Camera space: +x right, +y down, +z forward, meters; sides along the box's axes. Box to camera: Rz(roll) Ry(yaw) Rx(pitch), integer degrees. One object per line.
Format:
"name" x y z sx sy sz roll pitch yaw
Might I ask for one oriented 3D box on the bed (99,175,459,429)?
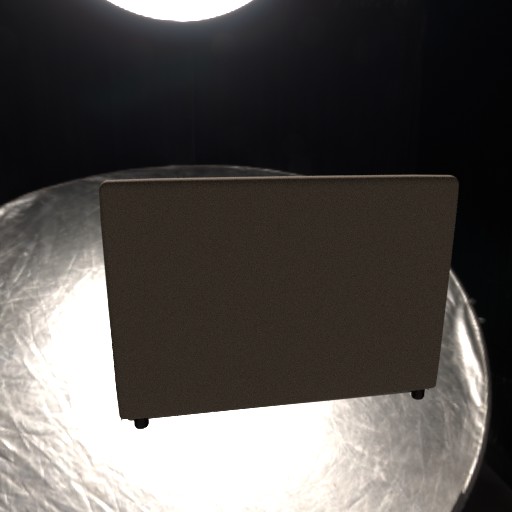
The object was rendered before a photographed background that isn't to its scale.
"bed" 0.000 0.000 3.319 1.884 1.330 2.142 -3 15 -10
